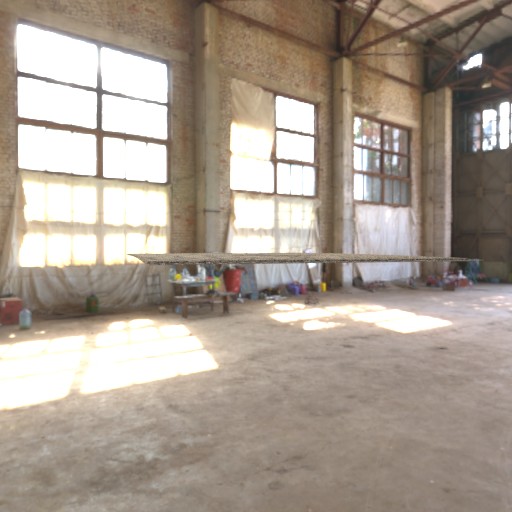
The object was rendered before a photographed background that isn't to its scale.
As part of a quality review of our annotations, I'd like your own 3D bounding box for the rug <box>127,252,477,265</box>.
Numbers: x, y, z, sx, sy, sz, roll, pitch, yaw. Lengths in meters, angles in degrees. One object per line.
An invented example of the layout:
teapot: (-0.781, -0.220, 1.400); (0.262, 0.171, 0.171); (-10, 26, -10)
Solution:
rug: (0.000, 0.000, 3.969); (2.125, 0.028, 3.027); (0, 1, -18)
